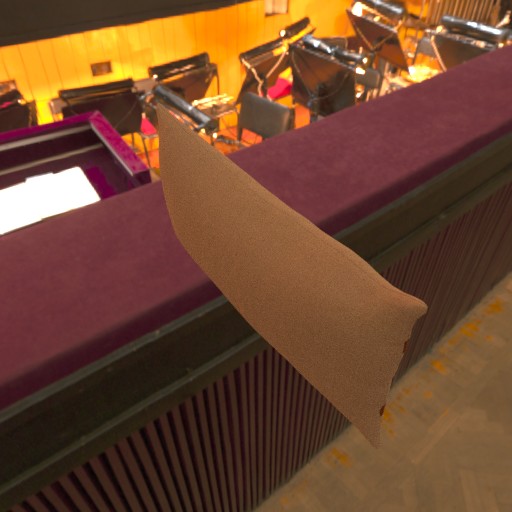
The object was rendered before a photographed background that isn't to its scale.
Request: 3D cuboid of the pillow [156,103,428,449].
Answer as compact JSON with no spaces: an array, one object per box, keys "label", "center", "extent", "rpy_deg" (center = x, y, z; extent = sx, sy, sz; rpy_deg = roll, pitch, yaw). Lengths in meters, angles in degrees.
[{"label":"pillow","center":[0.000,0.000,0.725],"extent":[0.148,0.308,0.612],"rpy_deg":[-26,48,-26]}]
